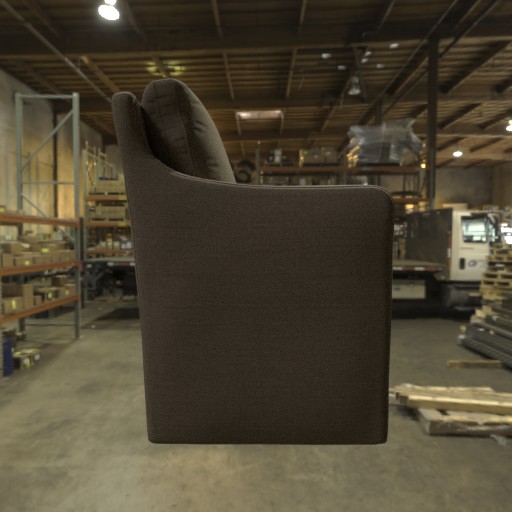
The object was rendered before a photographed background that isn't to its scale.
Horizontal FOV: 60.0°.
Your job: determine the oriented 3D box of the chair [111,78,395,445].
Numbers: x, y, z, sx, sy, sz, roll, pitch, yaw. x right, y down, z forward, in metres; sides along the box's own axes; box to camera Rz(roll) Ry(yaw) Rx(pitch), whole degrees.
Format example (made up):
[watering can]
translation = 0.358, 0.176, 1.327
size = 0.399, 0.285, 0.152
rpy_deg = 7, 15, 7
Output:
[chair]
translation = 0.000, 0.000, 1.355
size = 0.694, 0.914, 0.626
rpy_deg = 0, 2, 0
